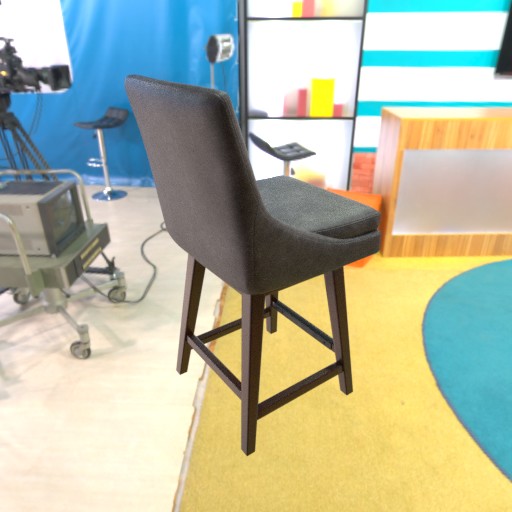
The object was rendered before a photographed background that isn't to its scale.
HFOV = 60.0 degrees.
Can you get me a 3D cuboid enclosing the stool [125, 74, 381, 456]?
[{"bbox_3d":[0.000,0.000,1.373,0.587,1.046,0.492,-18,32,-31],"label":"stool"}]
